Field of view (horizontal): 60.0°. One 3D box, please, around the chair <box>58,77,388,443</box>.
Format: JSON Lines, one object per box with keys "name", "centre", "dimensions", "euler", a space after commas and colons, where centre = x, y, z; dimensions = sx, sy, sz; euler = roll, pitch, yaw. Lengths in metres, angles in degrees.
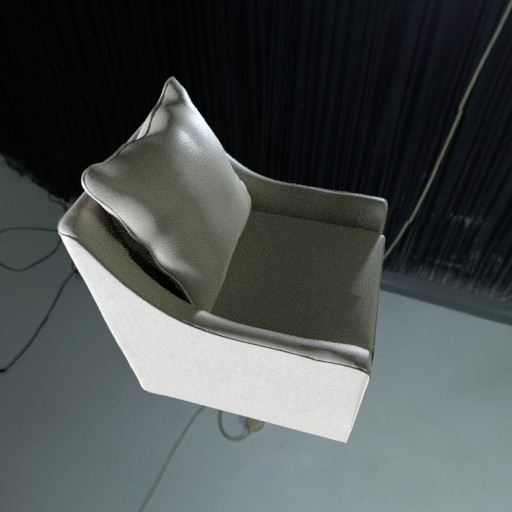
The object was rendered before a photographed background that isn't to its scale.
{"name": "chair", "centre": [0.000, 0.000, 1.534], "dimensions": [0.876, 0.942, 0.760], "euler": [11, 47, 10]}
